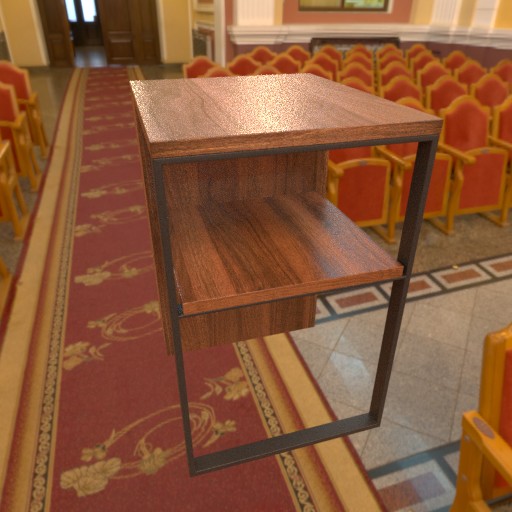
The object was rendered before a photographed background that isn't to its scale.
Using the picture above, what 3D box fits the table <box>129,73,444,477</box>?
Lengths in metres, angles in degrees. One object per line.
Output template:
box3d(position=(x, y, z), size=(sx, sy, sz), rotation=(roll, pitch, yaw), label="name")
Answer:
box3d(position=(0.000, 0.000, 1.513), size=(0.660, 1.041, 0.786), rotation=(-8, 31, -14), label="table")
